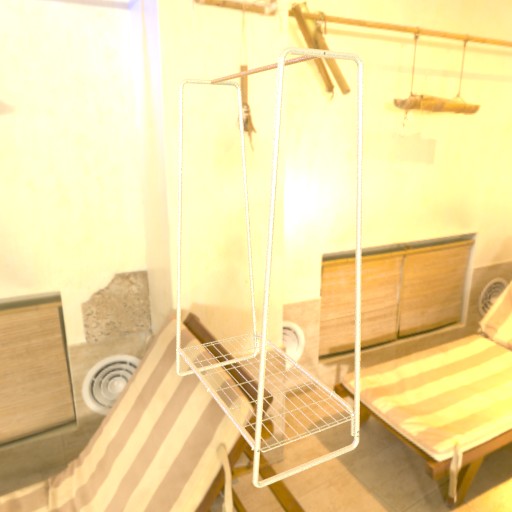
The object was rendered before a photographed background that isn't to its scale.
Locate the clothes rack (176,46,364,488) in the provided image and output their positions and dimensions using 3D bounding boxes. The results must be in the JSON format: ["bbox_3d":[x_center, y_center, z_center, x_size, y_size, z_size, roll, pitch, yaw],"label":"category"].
[{"bbox_3d":[0.000,0.000,1.908,0.495,1.500,0.900,-8,17,-27],"label":"clothes rack"}]
